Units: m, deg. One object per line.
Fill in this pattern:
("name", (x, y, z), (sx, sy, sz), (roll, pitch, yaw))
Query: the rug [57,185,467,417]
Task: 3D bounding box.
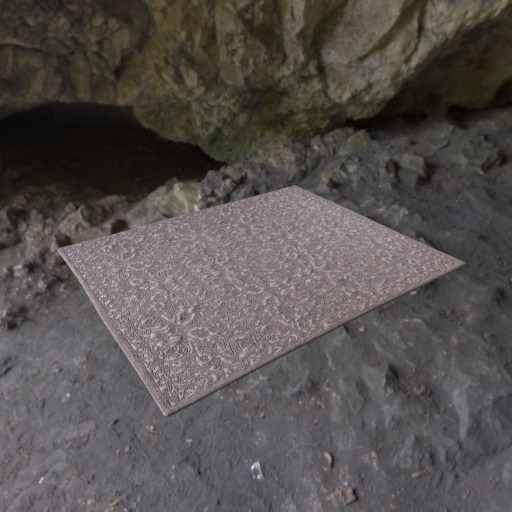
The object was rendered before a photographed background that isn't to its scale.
("rug", (0.000, 0.000, 4.185), (3.017, 0.035, 2.472), (-19, 35, -30))
